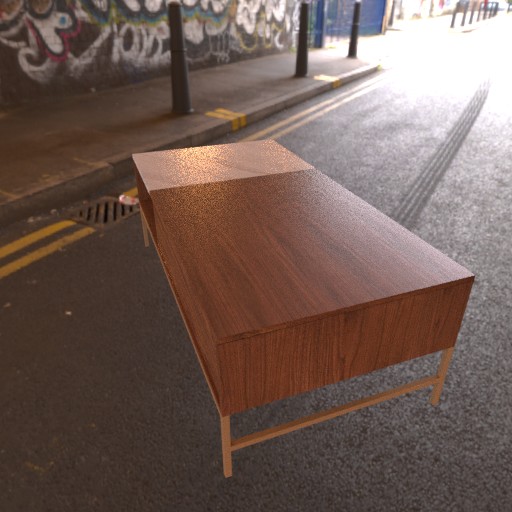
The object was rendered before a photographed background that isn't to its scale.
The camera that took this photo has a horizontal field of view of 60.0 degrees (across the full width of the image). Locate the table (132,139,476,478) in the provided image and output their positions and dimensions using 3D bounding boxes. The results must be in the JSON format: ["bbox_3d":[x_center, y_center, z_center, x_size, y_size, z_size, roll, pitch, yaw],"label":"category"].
[{"bbox_3d":[0.000,0.000,1.947,0.789,0.551,1.553,-11,32,-18],"label":"table"}]
